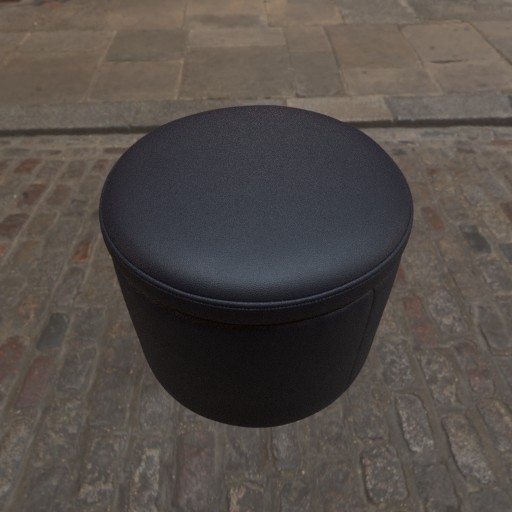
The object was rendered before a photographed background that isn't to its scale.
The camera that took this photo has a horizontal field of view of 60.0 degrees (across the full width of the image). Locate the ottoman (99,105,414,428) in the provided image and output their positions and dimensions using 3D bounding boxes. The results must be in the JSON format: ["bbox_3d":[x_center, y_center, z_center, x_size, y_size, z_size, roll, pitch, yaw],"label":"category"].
[{"bbox_3d":[0.000,0.000,0.839,0.501,0.409,0.501,0,46,0],"label":"ottoman"}]
